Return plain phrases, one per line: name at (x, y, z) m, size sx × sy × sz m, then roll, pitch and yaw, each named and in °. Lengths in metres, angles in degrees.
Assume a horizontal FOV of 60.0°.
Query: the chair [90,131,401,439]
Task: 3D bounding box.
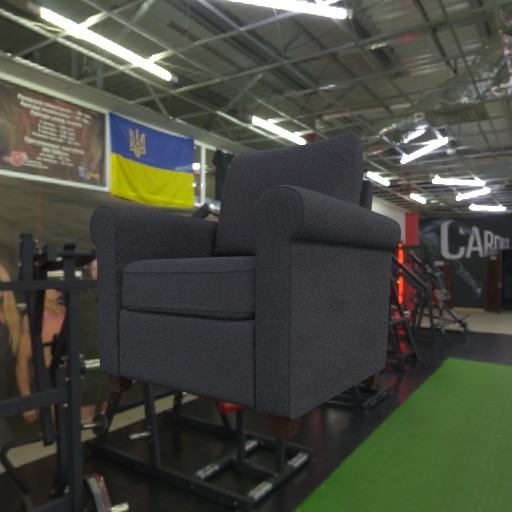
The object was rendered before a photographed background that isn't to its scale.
chair at (0.000, 0.000, 1.638) m, size 0.867 × 0.942 × 0.828 m, roll 0°, pitch -1°, yaw 36°
